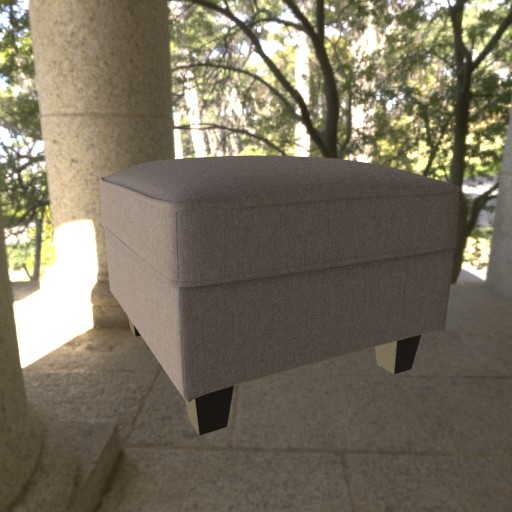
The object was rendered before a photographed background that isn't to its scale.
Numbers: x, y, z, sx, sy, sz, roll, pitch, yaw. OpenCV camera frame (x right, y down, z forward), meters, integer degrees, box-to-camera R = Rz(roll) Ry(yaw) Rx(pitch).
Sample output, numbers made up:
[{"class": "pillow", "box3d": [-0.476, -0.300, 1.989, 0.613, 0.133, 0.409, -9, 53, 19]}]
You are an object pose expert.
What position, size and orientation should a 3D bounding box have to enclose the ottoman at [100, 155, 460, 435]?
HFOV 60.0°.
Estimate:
[{"class": "ottoman", "box3d": [0.000, 0.000, 1.381, 0.808, 0.612, 0.871, -7, 15, -27]}]
